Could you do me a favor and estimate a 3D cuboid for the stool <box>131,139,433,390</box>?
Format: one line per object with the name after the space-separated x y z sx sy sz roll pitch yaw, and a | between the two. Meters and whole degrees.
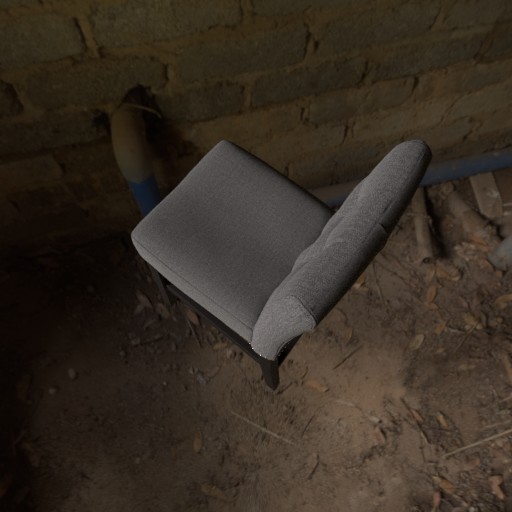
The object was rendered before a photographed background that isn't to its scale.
0.000 0.000 1.211 0.571 0.885 0.427 33 68 15 | stool
